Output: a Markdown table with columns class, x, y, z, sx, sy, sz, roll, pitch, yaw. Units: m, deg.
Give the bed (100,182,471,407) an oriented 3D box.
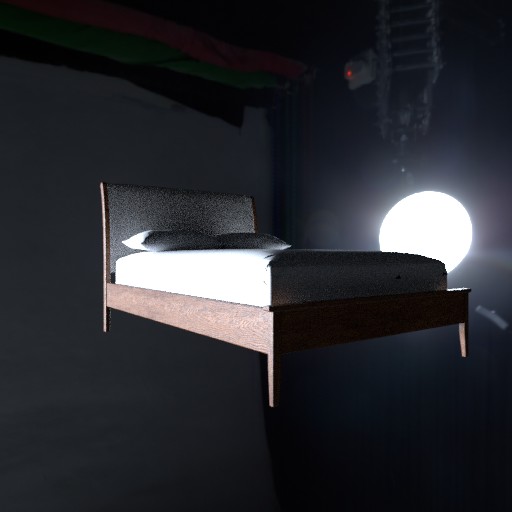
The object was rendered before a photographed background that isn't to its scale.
| class | x | y | z | sx | sy | sz | roll | pitch | yaw |
| --- | --- | --- | --- | --- | --- | --- | --- | --- | --- |
| bed | 0.000 | 0.000 | 3.268 | 1.612 | 1.250 | 2.380 | 0 | 0 | -36 |
